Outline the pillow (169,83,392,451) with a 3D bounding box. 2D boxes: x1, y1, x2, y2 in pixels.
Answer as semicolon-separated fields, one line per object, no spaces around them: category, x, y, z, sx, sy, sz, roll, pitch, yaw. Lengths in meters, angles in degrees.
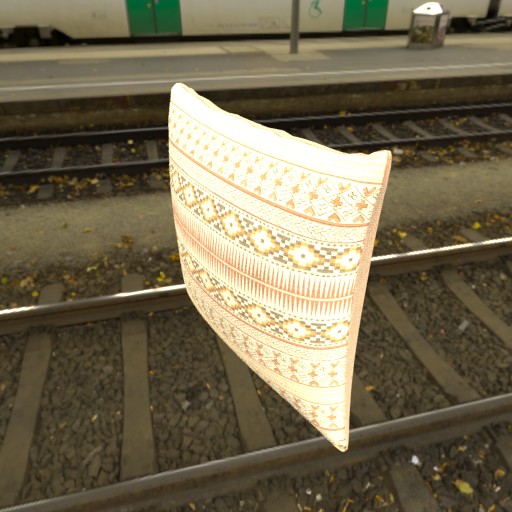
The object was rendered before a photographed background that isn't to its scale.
pillow;0.000;0.000;0.789;0.215;0.519;0.521;-21;37;-29
